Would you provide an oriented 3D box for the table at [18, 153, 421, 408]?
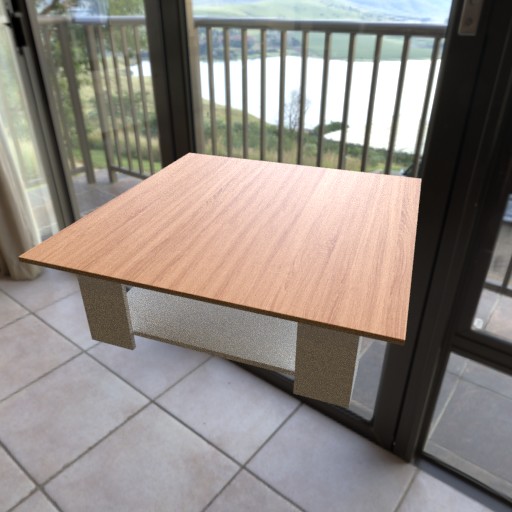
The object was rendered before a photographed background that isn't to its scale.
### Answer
[{"bbox_3d":[0.000,0.000,1.368,0.890,0.305,0.890,10,31,17],"label":"table"}]
